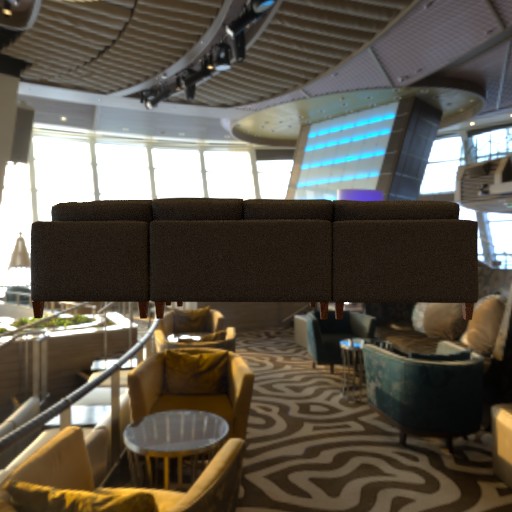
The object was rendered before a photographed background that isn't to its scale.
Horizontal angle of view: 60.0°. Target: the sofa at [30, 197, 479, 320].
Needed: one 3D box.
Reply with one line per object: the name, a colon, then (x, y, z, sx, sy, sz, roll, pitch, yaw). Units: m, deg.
sofa: (0.000, 0.000, 4.638, 3.460, 0.961, 2.594, 0, 0, 1)
